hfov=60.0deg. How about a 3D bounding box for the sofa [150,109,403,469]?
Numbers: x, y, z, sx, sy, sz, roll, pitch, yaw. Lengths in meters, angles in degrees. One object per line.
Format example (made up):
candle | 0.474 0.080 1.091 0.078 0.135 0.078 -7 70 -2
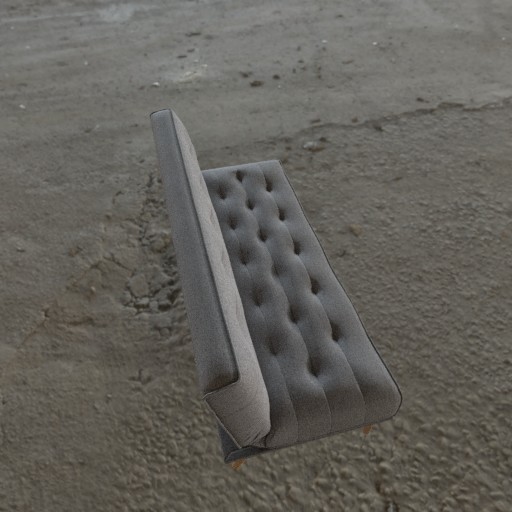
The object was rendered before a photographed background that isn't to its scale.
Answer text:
sofa | 0.000 0.000 2.310 0.810 0.830 1.820 -11 47 -10
